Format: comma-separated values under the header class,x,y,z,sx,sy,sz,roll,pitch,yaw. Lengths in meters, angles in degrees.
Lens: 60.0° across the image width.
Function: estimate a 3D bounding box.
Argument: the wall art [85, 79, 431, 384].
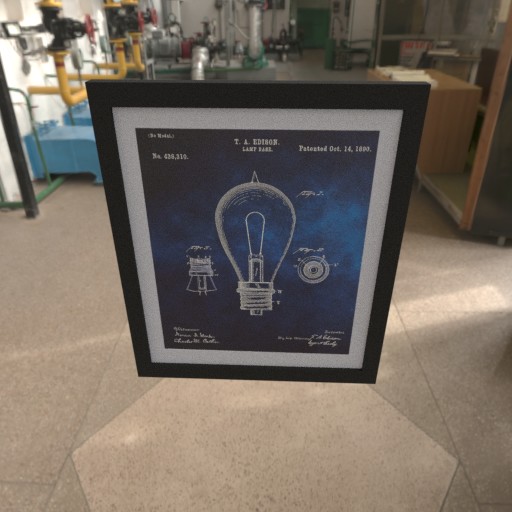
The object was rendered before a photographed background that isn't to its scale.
class,x,y,z,sx,sy,sz,roll,pitch,yaw
wall art,0.000,0.000,0.682,0.428,0.505,0.023,1,30,2
